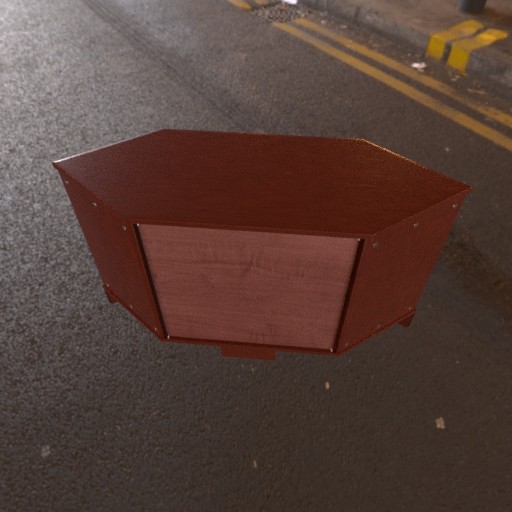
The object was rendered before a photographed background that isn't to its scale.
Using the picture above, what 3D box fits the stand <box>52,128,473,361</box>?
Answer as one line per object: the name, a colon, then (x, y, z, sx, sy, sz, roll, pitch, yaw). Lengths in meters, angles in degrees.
stand: (0.000, 0.000, 1.347, 1.072, 0.614, 0.381, 4, 48, 4)
